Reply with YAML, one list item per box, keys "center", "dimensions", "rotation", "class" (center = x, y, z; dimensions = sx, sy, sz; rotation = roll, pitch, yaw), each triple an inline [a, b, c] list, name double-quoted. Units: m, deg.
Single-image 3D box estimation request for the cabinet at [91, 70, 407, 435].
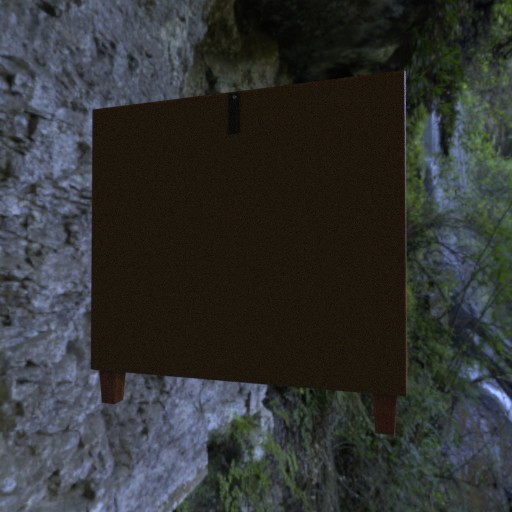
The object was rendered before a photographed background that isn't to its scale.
- center: [0.000, 0.000, 1.251]
  dimensions: [0.796, 0.785, 0.412]
  rotation: [0, -1, 18]
  class: "cabinet"
